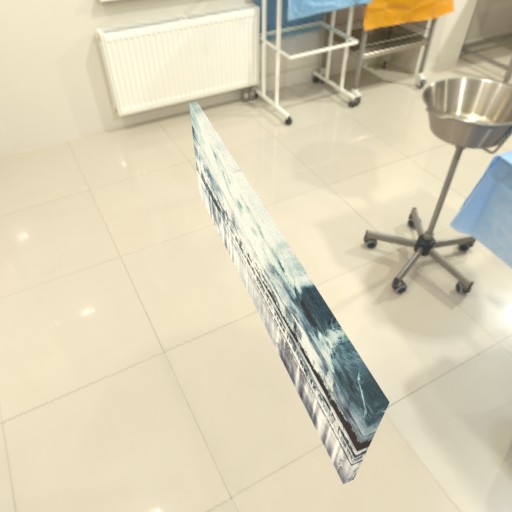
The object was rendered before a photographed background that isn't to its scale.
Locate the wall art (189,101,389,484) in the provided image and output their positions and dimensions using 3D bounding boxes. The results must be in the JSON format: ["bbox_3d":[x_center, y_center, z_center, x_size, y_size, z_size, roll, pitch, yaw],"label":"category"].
[{"bbox_3d":[0.000,0.000,1.655,0.037,0.509,1.524,-16,48,-15],"label":"wall art"}]
